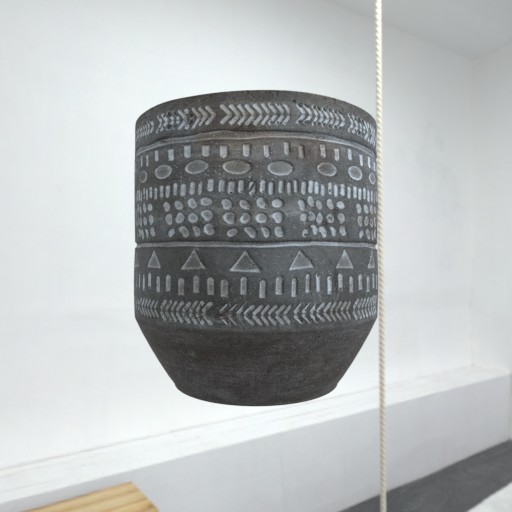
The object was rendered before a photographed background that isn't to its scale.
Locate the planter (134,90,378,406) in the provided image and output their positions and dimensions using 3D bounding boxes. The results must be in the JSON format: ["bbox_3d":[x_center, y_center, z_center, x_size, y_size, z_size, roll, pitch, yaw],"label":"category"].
[{"bbox_3d":[0.000,0.000,0.267,0.142,0.149,0.142,0,0,0],"label":"planter"}]
